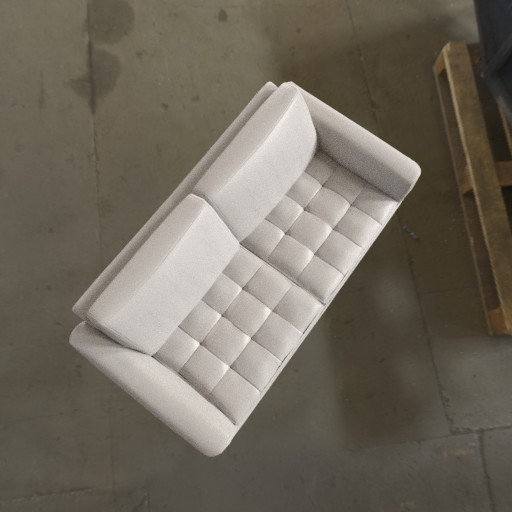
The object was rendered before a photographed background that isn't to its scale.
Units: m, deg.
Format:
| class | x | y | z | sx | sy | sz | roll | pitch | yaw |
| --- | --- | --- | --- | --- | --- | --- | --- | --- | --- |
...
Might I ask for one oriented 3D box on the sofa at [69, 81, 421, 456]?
| class | x | y | z | sx | sy | sz | roll | pitch | yaw |
| --- | --- | --- | --- | --- | --- | --- | --- | --- | --- |
| sofa | 0.000 | 0.000 | 2.779 | 1.121 | 0.930 | 2.177 | 36 | 78 | 9 |
